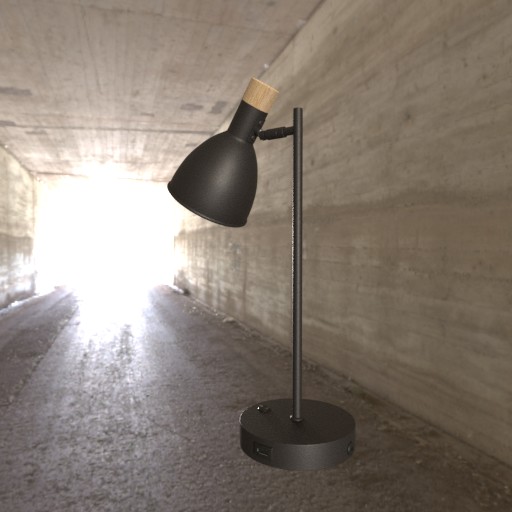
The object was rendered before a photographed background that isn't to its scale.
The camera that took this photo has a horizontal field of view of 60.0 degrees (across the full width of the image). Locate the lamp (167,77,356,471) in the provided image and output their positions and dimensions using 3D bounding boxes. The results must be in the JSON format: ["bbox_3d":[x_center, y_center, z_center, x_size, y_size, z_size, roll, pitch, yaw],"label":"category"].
[{"bbox_3d":[0.000,0.000,0.610,0.287,0.483,0.152,1,2,37],"label":"lamp"}]
